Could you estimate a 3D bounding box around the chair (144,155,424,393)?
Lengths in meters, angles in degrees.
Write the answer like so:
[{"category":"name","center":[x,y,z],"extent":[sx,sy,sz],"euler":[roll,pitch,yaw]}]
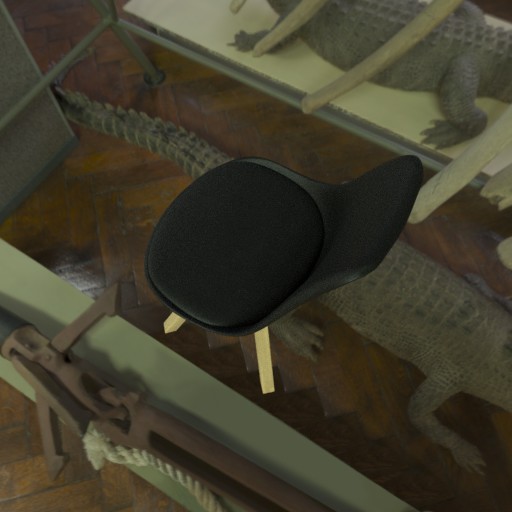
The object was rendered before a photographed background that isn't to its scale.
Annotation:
[{"category":"chair","center":[0.000,0.000,1.135],"extent":[0.549,0.850,0.485],"euler":[29,68,13]}]
